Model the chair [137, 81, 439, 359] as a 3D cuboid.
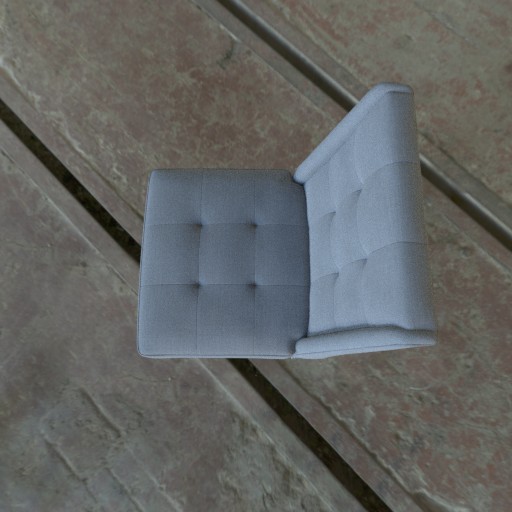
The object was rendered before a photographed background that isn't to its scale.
[{"bbox_3d":[0.000,0.000,1.273,0.676,0.853,0.569,0,75,0],"label":"chair"}]
